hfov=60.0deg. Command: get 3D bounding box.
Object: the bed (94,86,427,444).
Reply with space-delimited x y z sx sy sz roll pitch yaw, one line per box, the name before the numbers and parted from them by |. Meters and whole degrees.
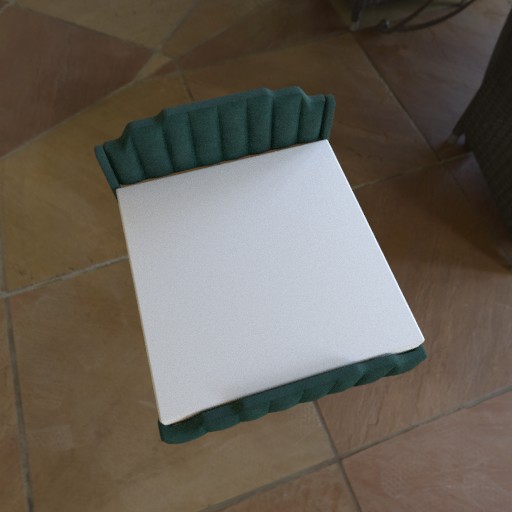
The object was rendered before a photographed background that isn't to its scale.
bed | 0.000 0.000 3.597 2.074 1.245 2.340 -15 64 -8
